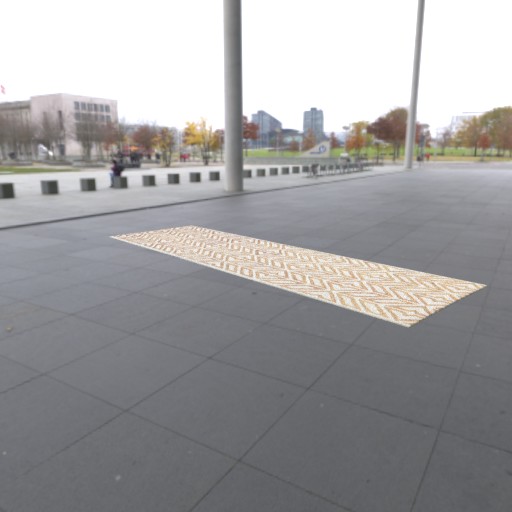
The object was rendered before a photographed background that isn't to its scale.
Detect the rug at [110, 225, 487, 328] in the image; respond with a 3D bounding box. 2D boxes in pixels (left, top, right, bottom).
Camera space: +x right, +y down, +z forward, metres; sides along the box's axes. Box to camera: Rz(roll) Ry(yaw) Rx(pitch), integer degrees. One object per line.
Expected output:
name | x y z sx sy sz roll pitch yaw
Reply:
rug | 0.000 0.000 2.733 0.750 0.009 2.435 -12 18 -42
